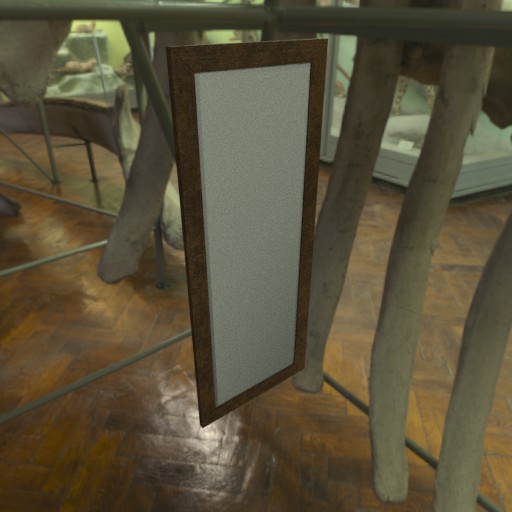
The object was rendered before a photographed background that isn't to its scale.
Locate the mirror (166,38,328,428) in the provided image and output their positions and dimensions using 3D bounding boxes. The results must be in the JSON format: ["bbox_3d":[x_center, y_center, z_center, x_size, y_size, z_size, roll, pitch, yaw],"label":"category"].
[{"bbox_3d":[0.000,0.000,2.332,0.812,2.031,0.032,-21,35,-32],"label":"mirror"}]
